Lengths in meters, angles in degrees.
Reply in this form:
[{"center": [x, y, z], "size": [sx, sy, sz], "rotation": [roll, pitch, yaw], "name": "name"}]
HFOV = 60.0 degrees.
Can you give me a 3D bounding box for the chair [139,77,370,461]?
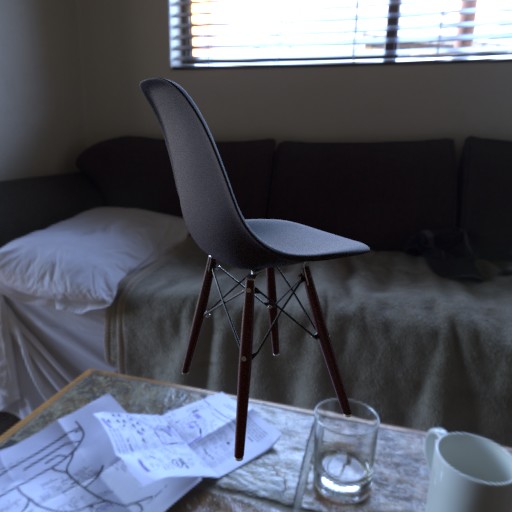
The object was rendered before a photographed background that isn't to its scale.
[{"center": [0.000, 0.000, 1.151], "size": [0.533, 0.826, 0.470], "rotation": [-8, 17, -27], "name": "chair"}]
